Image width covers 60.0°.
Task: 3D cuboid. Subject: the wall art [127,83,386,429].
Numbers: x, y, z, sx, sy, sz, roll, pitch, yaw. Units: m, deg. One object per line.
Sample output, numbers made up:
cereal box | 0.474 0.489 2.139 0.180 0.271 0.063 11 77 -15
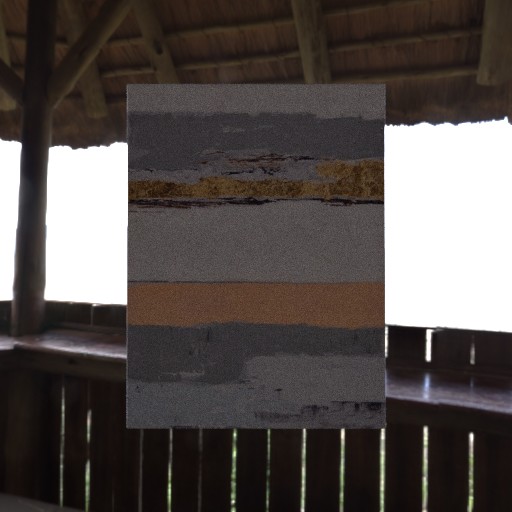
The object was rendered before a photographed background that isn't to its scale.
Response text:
wall art | 0.000 0.000 0.799 0.456 0.609 0.038 0 0 0
